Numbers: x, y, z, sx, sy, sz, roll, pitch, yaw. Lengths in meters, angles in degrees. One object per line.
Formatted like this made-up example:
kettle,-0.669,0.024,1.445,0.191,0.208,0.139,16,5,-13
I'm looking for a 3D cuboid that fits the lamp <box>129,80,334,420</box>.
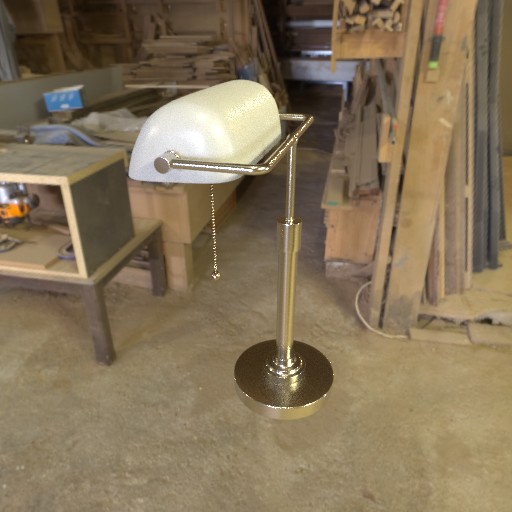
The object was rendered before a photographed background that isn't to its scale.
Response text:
lamp,0.000,0.000,0.566,0.227,0.404,0.269,7,29,14
